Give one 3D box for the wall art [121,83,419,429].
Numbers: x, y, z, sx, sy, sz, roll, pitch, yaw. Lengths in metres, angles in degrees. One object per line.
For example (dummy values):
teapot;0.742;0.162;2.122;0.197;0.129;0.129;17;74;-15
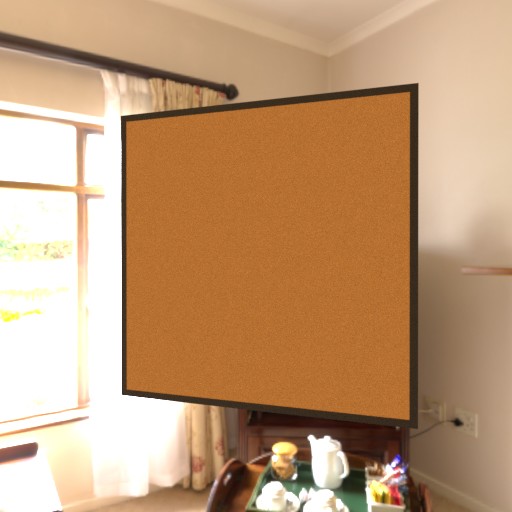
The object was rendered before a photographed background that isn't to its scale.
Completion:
wall art;0.000;0.000;1.111;0.763;0.763;0.038;0;0;18
